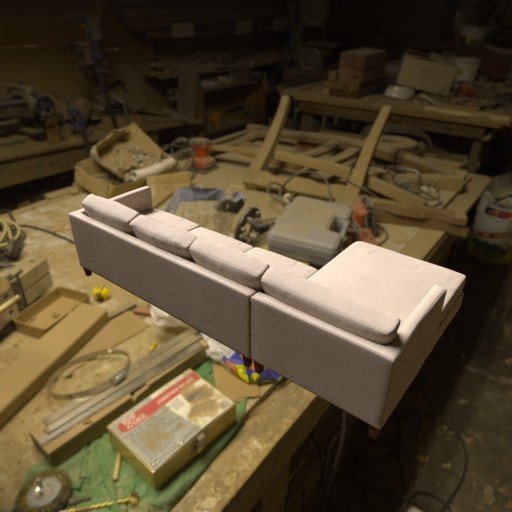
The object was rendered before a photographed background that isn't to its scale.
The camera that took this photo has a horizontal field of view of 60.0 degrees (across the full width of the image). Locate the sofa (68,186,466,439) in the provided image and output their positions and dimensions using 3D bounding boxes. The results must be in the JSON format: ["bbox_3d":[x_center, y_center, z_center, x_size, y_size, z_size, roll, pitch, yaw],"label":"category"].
[{"bbox_3d":[0.000,0.000,3.938,3.186,0.846,1.625,21,36,32],"label":"sofa"}]
